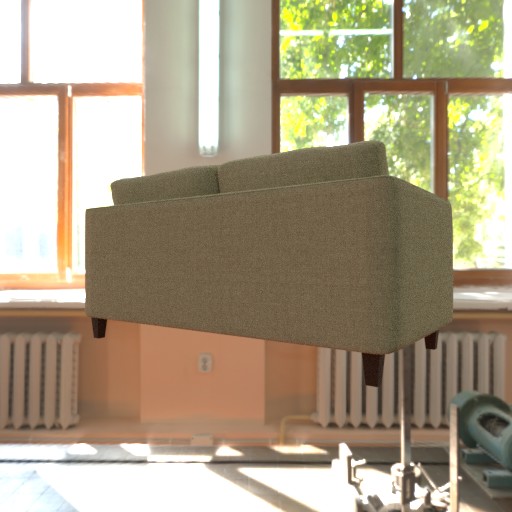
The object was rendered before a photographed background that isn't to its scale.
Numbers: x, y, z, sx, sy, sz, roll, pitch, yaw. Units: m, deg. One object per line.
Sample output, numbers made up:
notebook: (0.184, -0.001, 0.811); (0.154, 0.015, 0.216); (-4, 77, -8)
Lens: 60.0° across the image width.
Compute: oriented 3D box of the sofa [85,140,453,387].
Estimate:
sofa: (0.000, 0.000, 2.462); (1.884, 0.963, 0.950); (0, 0, 36)
